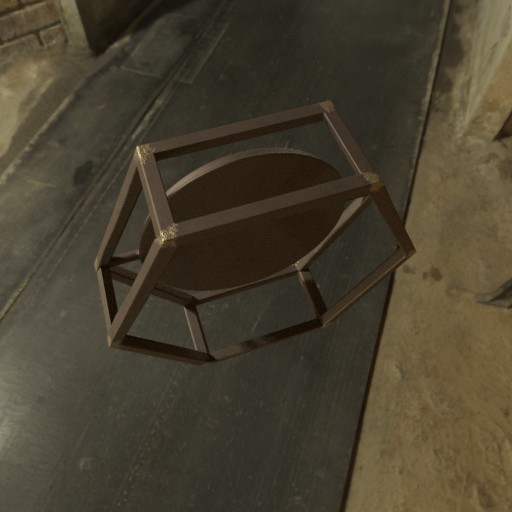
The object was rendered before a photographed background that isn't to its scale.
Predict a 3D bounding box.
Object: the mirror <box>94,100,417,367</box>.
[{"bbox_3d":[0.000,0.000,0.546,0.380,0.334,0.119,-16,60,-10],"label":"mirror"}]
